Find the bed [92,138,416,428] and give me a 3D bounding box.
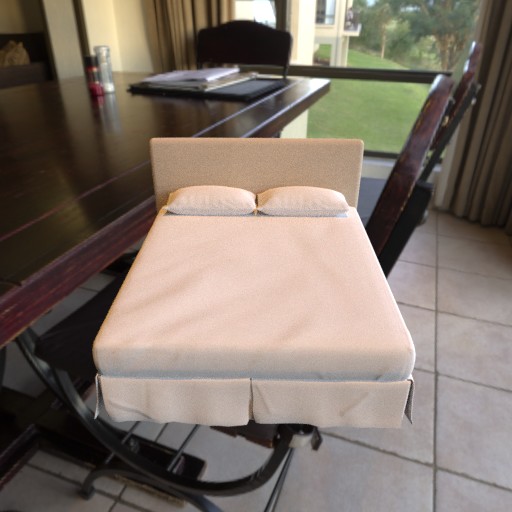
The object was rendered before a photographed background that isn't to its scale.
[{"bbox_3d":[0.000,0.000,3.584,2.119,1.317,2.319,1,30,1],"label":"bed"}]
